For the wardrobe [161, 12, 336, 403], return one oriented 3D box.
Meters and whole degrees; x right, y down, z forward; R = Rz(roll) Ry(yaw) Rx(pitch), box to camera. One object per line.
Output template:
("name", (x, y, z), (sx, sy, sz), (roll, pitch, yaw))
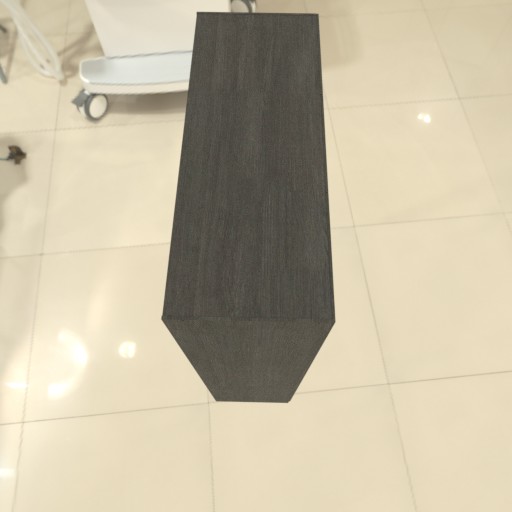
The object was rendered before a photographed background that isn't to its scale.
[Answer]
("wardrobe", (0.000, 0.000, 2.392), (0.510, 1.910, 1.290), (1, 65, 1))
